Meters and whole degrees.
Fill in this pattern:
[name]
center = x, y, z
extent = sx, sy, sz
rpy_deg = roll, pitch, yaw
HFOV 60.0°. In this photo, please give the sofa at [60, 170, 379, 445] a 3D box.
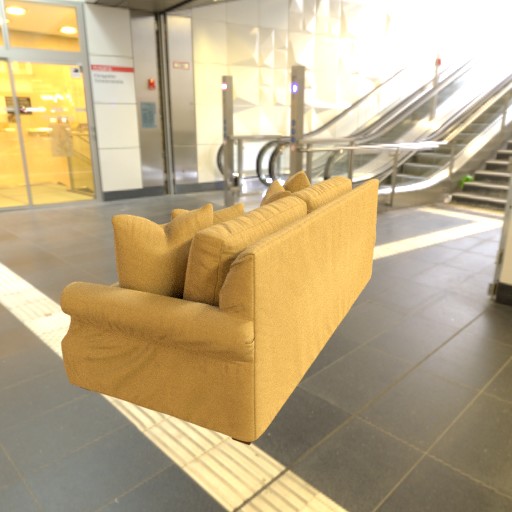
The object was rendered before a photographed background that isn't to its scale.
[sofa]
center = 0.000, 0.000, 2.749
extent = 1.067, 0.904, 2.285
rpy_deg = 8, 19, 25
